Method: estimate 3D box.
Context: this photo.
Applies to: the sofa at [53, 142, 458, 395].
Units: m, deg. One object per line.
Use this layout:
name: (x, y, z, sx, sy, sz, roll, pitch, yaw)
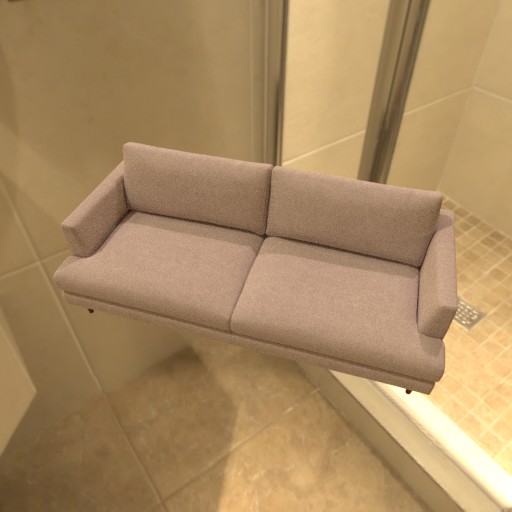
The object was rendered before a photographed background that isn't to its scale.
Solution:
sofa: (0.000, 0.000, 2.741, 2.250, 0.868, 1.020, 12, 45, 12)
